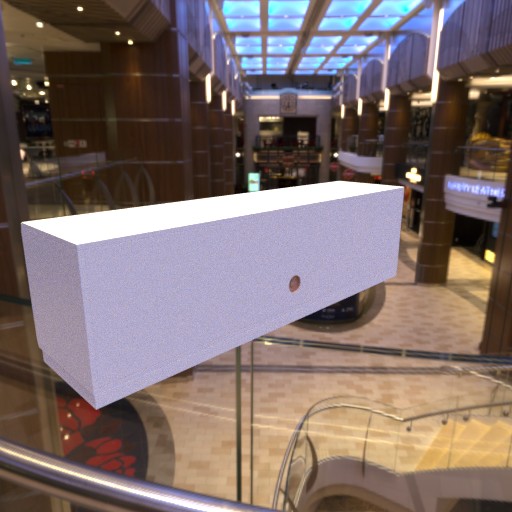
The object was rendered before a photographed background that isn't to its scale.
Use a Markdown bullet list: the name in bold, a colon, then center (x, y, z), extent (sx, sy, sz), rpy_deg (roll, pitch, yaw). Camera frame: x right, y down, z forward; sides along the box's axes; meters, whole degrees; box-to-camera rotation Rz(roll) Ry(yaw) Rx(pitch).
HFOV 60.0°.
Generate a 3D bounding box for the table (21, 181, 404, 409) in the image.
- **table**: center (0.000, 0.000, 1.730), extent (1.550, 0.440, 0.400), rpy_deg (-15, 22, -43)
